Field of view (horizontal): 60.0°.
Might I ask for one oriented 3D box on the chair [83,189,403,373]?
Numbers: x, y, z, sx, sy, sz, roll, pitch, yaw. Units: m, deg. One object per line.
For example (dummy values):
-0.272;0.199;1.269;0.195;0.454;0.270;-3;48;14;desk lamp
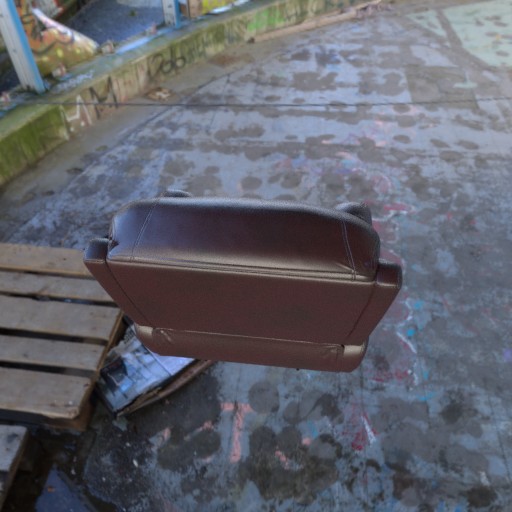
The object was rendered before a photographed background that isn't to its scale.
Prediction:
0.000;0.000;1.761;0.930;1.011;0.899;5;46;4;chair
